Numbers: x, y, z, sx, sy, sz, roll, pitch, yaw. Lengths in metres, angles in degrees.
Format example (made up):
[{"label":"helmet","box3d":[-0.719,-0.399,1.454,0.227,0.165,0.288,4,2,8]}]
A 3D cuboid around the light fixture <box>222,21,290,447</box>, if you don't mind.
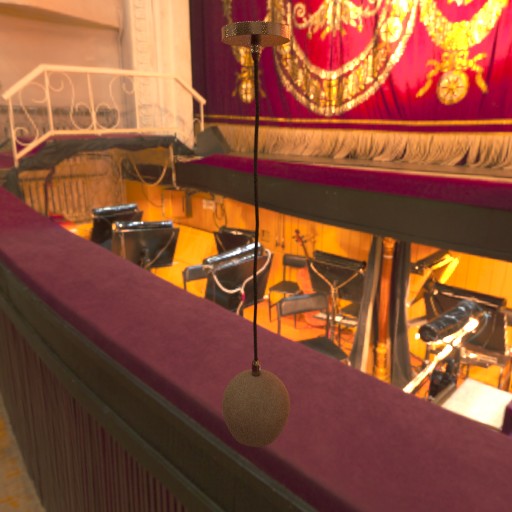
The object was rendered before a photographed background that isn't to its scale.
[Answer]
[{"label":"light fixture","box3d":[0.000,0.000,0.822,0.139,0.764,0.139,15,22,42]}]
